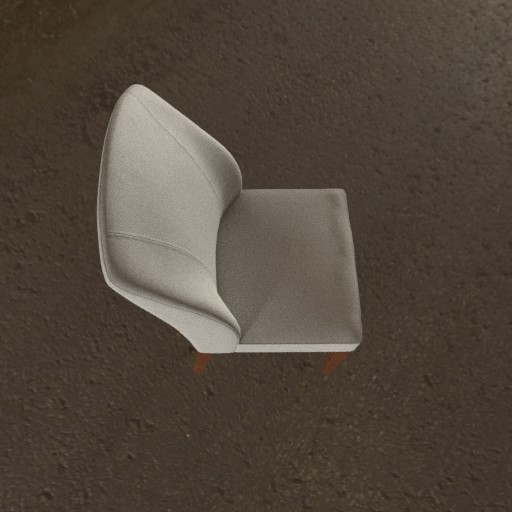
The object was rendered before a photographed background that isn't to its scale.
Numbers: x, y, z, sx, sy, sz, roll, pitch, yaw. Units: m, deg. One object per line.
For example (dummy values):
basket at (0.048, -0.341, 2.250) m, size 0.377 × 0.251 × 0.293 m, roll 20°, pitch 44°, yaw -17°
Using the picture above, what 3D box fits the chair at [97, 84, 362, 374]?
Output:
chair at (0.000, 0.000, 1.176) m, size 0.540 × 0.893 × 0.472 m, roll 0°, pitch 64°, yaw 0°
